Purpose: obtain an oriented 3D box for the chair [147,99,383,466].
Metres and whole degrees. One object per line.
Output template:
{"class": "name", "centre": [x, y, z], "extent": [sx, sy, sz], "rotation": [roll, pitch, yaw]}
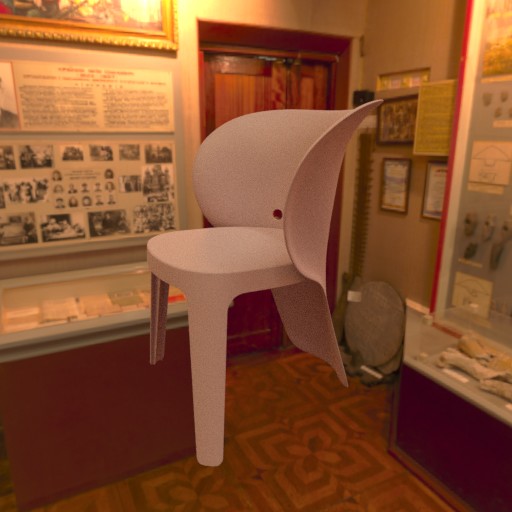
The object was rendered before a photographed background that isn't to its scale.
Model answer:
{"class": "chair", "centre": [0.000, 0.000, 0.850], "extent": [0.402, 0.554, 0.451], "rotation": [-7, 17, -24]}
